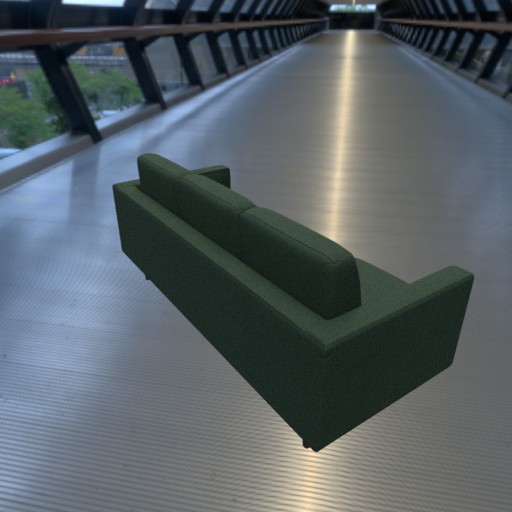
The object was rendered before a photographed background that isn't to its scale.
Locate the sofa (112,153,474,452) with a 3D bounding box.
[{"bbox_3d":[0.000,0.000,2.460,0.879,0.899,2.029,-17,32,-31],"label":"sofa"}]
